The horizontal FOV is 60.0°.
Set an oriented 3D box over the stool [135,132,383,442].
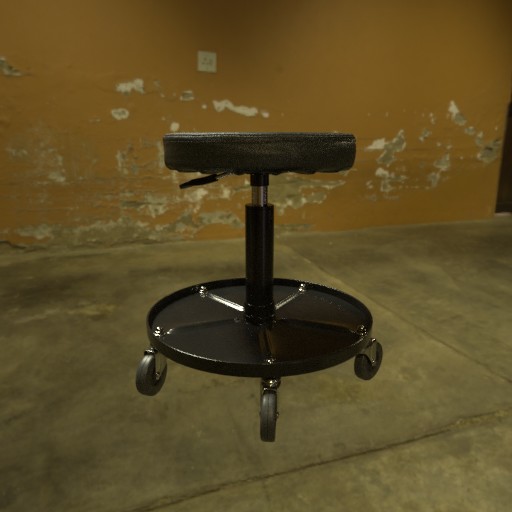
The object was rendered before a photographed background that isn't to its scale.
[{"bbox_3d":[0.000,0.000,0.684,0.382,0.365,0.381,7,16,26],"label":"stool"}]
